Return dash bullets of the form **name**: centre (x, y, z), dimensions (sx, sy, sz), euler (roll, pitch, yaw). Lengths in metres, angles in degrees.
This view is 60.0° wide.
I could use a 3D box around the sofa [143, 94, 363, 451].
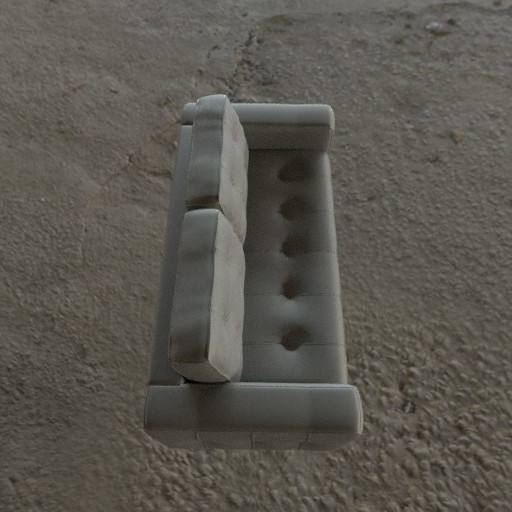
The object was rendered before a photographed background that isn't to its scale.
- **sofa**: centre (0.000, 0.000, 2.184), dimensions (0.833, 0.893, 1.726), euler (1, 61, 0)
